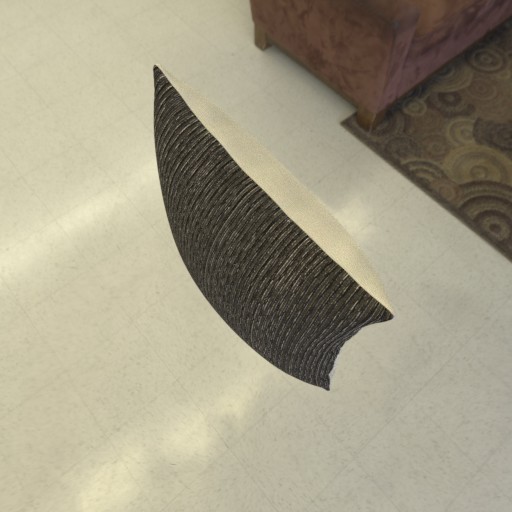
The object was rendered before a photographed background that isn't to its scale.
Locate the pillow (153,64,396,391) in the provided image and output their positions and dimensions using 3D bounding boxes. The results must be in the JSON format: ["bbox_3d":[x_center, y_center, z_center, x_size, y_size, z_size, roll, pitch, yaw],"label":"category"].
[{"bbox_3d":[0.000,0.000,0.690,0.196,0.434,0.433,-35,69,-16],"label":"pillow"}]
